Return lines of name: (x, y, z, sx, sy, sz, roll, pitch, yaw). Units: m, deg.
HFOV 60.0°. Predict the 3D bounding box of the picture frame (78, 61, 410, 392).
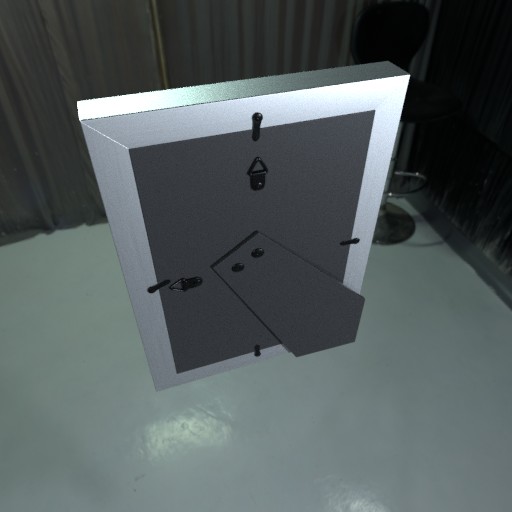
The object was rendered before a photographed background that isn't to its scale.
picture frame: (0.000, 0.000, 0.275, 0.157, 0.208, 0.028, -13, 44, -14)
